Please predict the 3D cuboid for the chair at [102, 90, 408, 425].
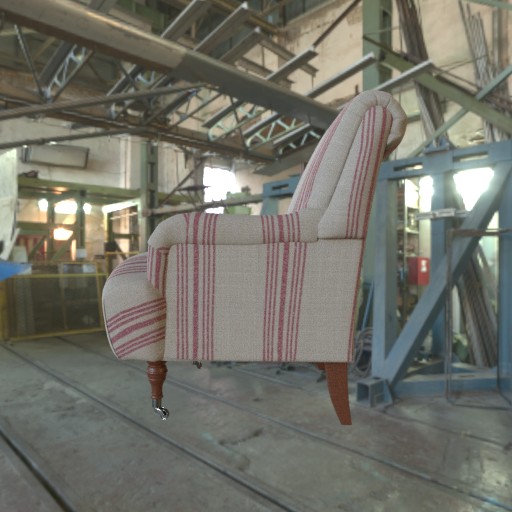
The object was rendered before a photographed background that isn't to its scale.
[{"bbox_3d":[0.000,0.000,1.864,1.058,1.123,0.933,0,0,2],"label":"chair"}]
